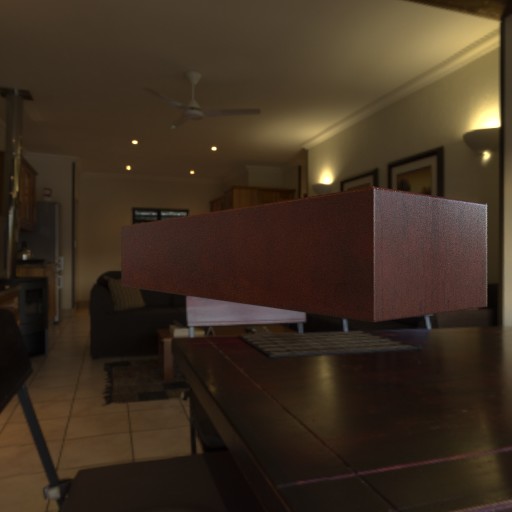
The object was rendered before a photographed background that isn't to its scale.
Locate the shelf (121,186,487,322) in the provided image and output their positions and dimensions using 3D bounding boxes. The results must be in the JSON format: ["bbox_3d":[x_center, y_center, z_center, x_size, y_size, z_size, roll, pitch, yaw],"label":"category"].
[{"bbox_3d":[0.000,0.000,0.517,0.152,0.088,0.457,0,0,-37],"label":"shelf"}]
